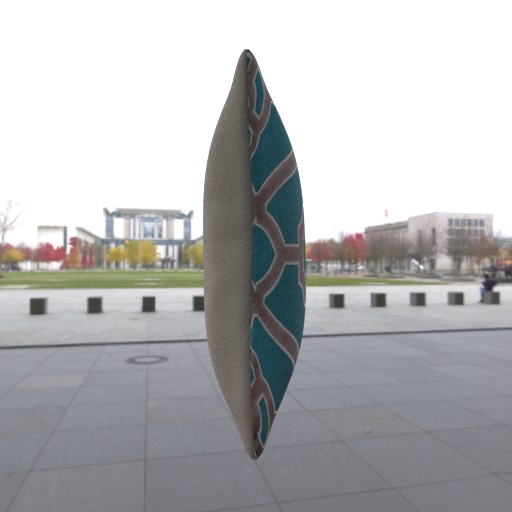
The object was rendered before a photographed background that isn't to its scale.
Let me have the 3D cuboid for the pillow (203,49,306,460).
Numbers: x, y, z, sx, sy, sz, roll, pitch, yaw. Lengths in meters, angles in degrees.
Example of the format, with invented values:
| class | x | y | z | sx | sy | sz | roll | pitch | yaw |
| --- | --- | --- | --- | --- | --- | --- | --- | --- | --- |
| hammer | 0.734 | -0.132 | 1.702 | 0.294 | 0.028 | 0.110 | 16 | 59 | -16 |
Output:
| class | x | y | z | sx | sy | sz | roll | pitch | yaw |
| --- | --- | --- | --- | --- | --- | --- | --- | --- | --- |
| pillow | 0.000 | 0.000 | 0.800 | 0.166 | 0.507 | 0.526 | 0 | -1 | 1 |
